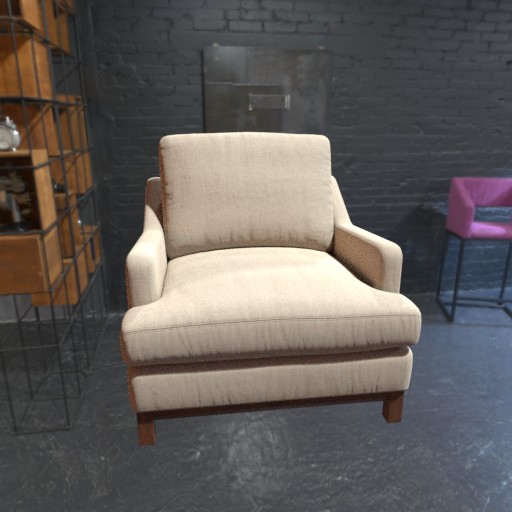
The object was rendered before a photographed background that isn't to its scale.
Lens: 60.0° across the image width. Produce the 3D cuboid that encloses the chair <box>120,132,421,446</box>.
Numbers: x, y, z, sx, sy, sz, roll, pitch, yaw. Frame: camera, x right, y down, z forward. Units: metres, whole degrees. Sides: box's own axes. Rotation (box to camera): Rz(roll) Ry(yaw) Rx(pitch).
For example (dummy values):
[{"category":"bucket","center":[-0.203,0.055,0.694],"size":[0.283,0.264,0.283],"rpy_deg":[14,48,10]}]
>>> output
[{"category":"chair","center":[0.000,0.000,1.729],"size":[0.912,0.916,1.001],"rpy_deg":[-2,17,-7]}]
